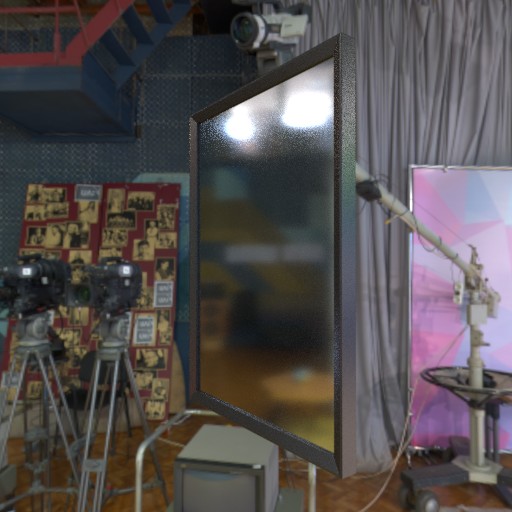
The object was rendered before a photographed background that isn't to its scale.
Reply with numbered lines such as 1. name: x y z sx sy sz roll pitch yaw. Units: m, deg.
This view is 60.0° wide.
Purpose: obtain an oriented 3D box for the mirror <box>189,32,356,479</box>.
1. mirror: 0.000 0.000 0.918 0.039 0.710 0.507 0 -1 -37
